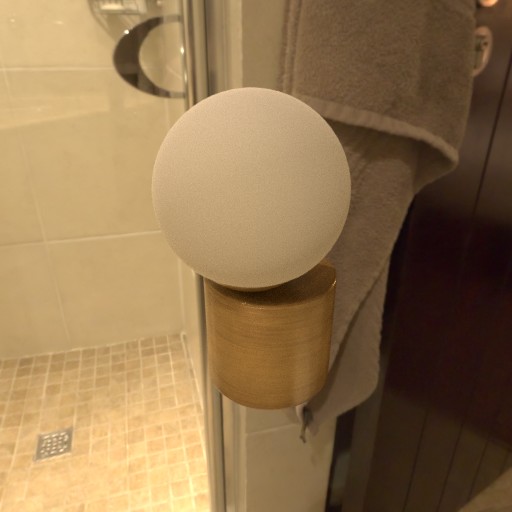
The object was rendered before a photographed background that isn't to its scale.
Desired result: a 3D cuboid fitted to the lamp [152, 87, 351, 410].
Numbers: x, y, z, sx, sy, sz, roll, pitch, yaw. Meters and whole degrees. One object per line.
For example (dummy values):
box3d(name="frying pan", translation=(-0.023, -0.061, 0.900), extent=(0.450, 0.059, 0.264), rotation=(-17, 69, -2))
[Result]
box3d(name="lamp", translation=(0.000, 0.000, 0.350), extent=(0.141, 0.250, 0.152), rotation=(19, 32, 33))
